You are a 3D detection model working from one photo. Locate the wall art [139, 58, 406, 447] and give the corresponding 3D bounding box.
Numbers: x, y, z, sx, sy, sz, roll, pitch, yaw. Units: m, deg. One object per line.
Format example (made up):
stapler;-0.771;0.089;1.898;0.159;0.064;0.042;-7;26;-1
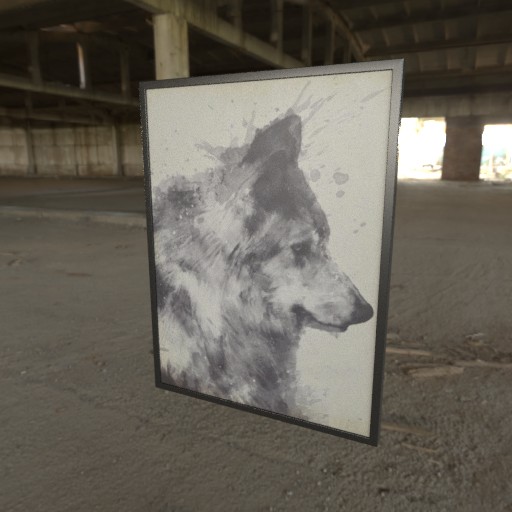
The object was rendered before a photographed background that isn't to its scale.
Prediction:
wall art;0.000;0.000;1.367;0.804;1.061;0.039;6;14;25
